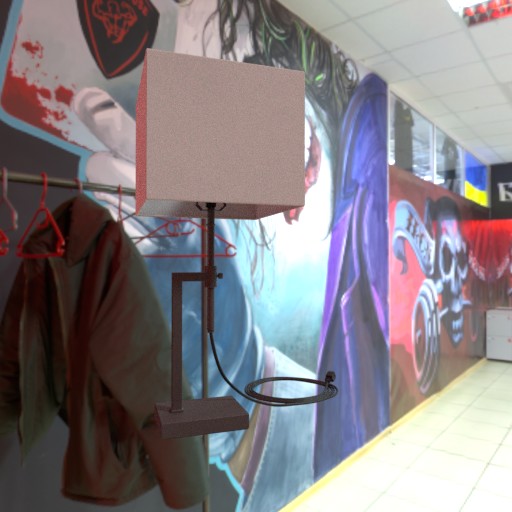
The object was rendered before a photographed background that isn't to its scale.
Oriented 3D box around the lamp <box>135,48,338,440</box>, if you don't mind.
[{"bbox_3d":[0.000,0.000,0.975,0.504,0.660,0.399,0,-1,-18],"label":"lamp"}]
